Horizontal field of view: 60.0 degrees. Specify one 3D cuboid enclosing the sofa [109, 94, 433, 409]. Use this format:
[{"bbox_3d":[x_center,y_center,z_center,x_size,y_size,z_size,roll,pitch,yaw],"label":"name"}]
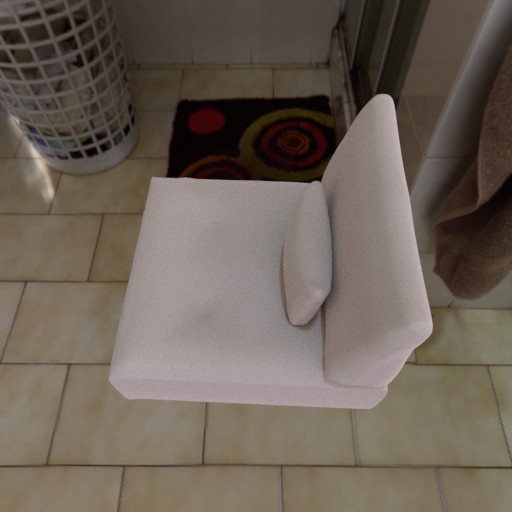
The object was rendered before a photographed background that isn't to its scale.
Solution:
[{"bbox_3d":[0.000,0.000,1.684,1.000,0.828,0.935,2,59,1],"label":"sofa"}]
